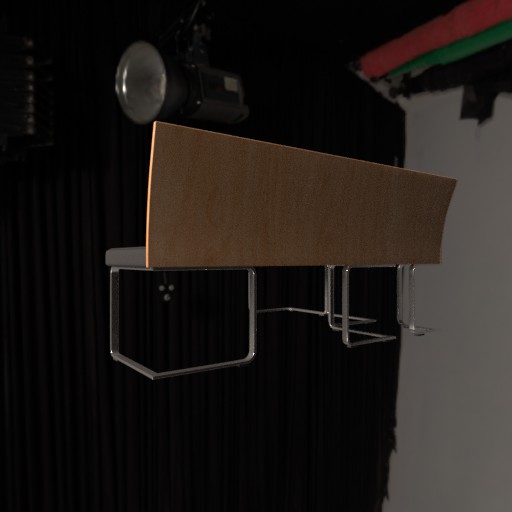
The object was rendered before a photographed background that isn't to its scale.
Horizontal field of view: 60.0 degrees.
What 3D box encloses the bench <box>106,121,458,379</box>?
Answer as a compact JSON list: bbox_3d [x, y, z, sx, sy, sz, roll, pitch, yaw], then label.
[{"bbox_3d":[0.000,0.000,2.720,1.945,0.930,1.495,0,0,-36],"label":"bench"}]
